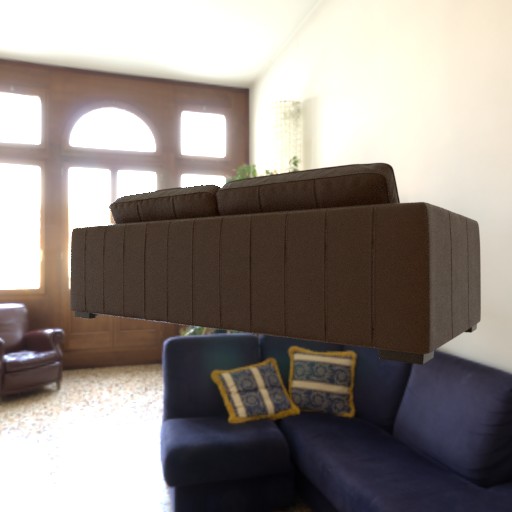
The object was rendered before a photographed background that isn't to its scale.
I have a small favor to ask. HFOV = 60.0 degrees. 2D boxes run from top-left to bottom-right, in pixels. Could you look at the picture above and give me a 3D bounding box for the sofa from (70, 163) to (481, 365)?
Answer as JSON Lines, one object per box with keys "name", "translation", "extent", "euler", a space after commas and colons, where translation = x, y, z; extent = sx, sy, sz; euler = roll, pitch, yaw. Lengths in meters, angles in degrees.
{"name": "sofa", "translation": [0.000, 0.000, 2.636], "extent": [2.262, 0.801, 1.070], "euler": [0, 0, 36]}
